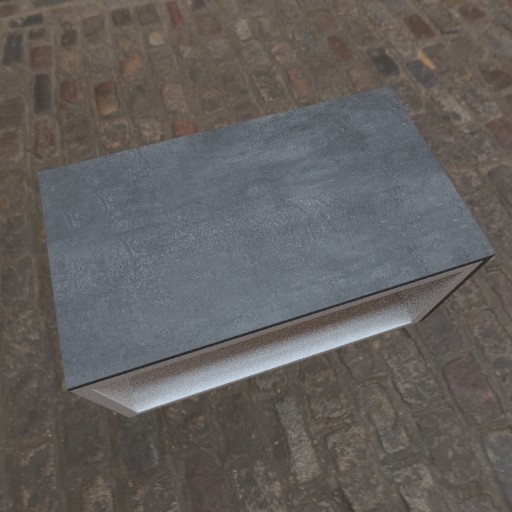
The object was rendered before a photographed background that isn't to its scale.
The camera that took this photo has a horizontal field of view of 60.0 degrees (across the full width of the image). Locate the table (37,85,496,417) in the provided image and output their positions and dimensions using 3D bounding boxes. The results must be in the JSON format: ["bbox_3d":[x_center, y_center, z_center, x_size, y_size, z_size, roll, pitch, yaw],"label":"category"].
[{"bbox_3d":[0.000,0.000,0.920,0.700,0.350,0.400,-16,65,-8],"label":"table"}]
